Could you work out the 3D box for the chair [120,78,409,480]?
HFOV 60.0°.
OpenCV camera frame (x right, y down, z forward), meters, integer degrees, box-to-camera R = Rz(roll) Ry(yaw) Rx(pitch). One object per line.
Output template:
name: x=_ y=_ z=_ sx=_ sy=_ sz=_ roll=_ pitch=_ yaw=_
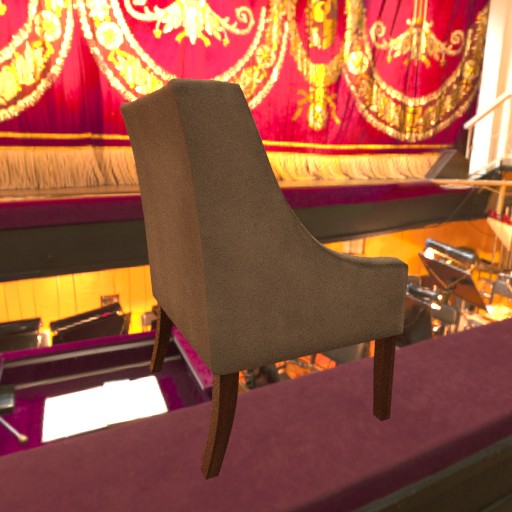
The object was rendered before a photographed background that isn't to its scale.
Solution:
chair: x=0.000 y=0.000 z=1.312 sx=0.629 sy=0.895 sz=0.629 roll=-7 pitch=16 yaw=-25
